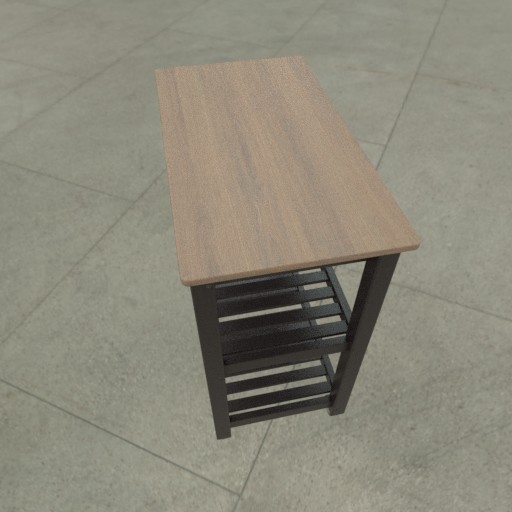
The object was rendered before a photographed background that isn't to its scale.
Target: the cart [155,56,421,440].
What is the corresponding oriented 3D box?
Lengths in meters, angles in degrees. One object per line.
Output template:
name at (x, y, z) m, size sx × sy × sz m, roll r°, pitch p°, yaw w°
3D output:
cart at (0.000, 0.000, 1.441) m, size 0.457 × 0.927 × 0.899 m, roll -9°, pitch 48°, yaw -8°
